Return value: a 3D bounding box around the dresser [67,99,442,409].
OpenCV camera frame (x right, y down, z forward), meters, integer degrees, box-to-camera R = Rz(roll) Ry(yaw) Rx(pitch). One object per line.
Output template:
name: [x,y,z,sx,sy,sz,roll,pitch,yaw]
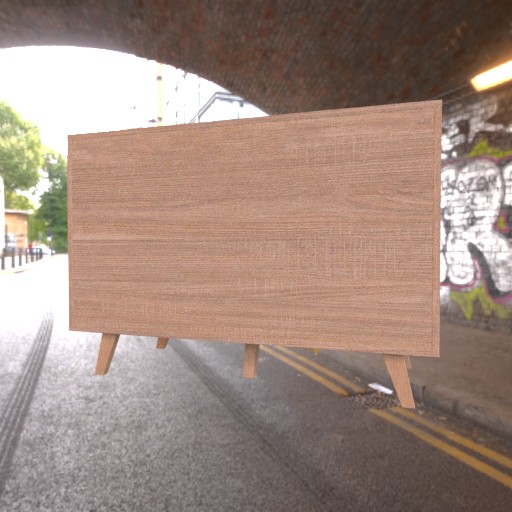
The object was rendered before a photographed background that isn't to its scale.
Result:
dresser: [0.000,0.000,1.493,1.110,0.780,0.500,0,2,18]
